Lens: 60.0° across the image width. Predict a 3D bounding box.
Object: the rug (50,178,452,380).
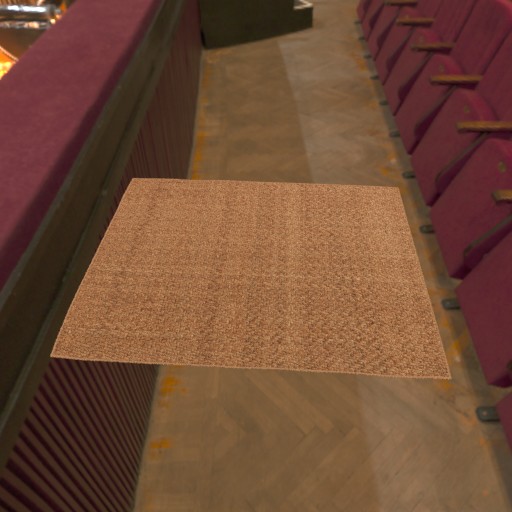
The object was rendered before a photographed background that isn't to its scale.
[{"bbox_3d":[0.000,0.000,4.173,3.048,0.013,2.439,3,44,3],"label":"rug"}]
